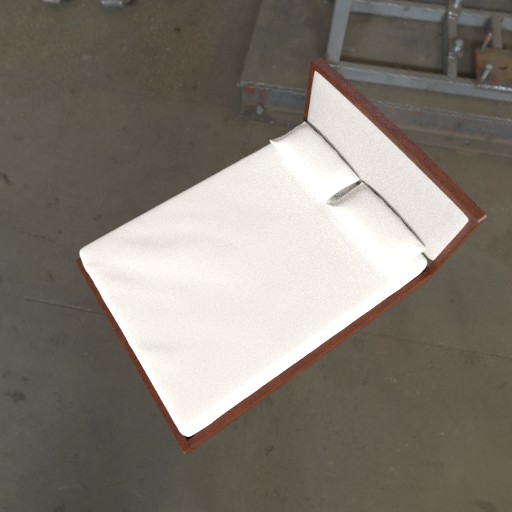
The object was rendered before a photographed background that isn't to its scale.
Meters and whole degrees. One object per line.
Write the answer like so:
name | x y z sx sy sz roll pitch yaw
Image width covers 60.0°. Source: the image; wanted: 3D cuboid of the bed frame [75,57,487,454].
bed frame | 0.000 0.000 3.130 2.171 1.279 1.587 -32 69 -14
